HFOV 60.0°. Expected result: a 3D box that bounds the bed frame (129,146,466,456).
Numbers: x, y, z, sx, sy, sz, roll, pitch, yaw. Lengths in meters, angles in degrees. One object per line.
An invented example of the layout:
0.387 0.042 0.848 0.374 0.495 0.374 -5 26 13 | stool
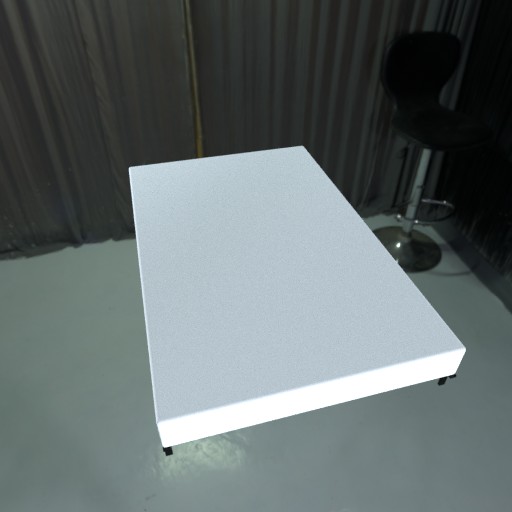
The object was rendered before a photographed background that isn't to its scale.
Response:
0.000 0.000 3.802 1.930 0.440 2.987 -10 40 -12 | bed frame
